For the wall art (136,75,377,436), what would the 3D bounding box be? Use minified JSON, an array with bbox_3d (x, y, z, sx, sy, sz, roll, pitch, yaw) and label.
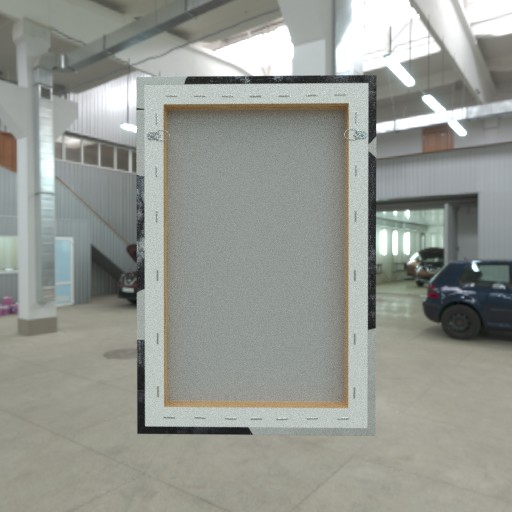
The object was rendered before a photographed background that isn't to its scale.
[{"bbox_3d":[0.000,0.000,0.770,0.407,0.610,0.039,0,1,1],"label":"wall art"}]
